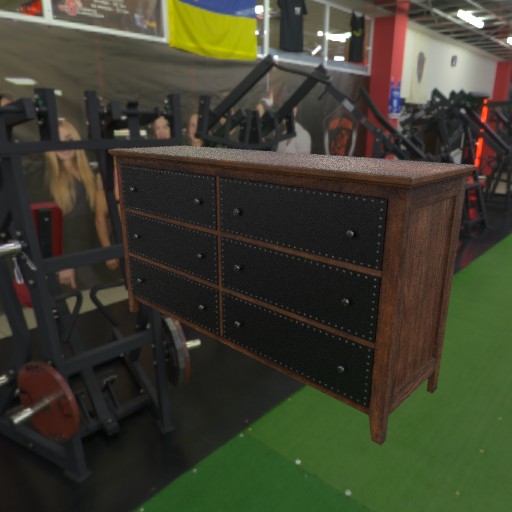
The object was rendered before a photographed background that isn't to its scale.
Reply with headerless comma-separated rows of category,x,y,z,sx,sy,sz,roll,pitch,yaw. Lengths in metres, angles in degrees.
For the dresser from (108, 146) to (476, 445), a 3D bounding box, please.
dresser,0.000,0.000,1.927,1.551,0.856,0.463,16,23,41
